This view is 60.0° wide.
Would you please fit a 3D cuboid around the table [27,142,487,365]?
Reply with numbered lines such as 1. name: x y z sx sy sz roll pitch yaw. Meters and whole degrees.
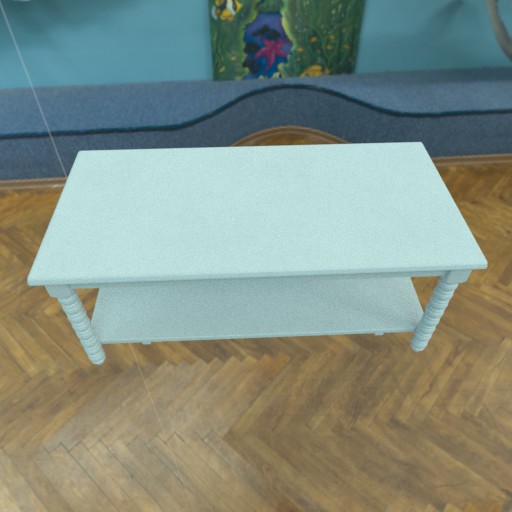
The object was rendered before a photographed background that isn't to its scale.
1. table: 0.000 0.000 1.486 1.171 0.487 0.580 -2 47 -2
